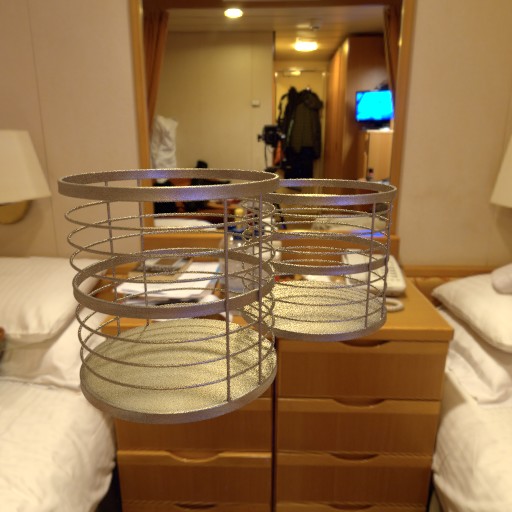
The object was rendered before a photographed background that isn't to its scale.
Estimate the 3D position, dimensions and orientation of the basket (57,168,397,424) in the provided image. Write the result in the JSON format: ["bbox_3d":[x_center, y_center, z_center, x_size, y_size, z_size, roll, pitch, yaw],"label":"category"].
[{"bbox_3d":[0.000,0.000,0.918,0.746,0.351,0.356,-14,21,-43],"label":"basket"}]
